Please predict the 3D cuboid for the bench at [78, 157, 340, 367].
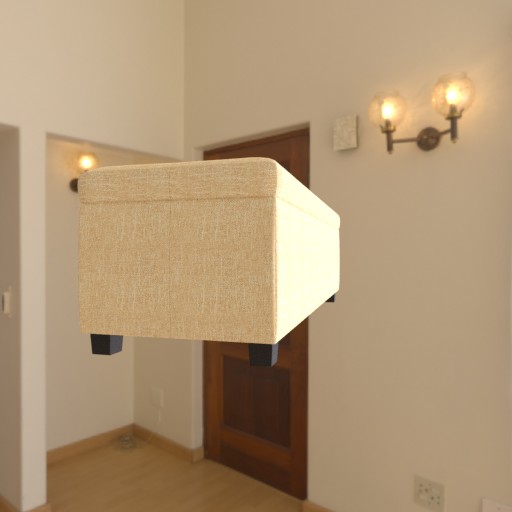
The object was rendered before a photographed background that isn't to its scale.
[{"bbox_3d":[0.000,0.000,1.437,0.432,0.406,1.219,0,0,16],"label":"bench"}]
